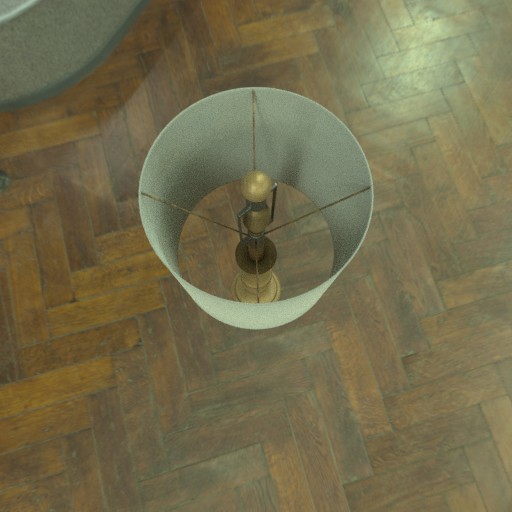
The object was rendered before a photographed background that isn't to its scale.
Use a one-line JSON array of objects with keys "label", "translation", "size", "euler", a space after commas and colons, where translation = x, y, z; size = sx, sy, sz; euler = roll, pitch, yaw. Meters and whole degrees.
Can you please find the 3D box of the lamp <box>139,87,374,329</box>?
[{"label": "lamp", "translation": [0.000, 0.000, 0.739], "size": [0.250, 0.597, 0.250], "euler": [-1, 75, 0]}]
